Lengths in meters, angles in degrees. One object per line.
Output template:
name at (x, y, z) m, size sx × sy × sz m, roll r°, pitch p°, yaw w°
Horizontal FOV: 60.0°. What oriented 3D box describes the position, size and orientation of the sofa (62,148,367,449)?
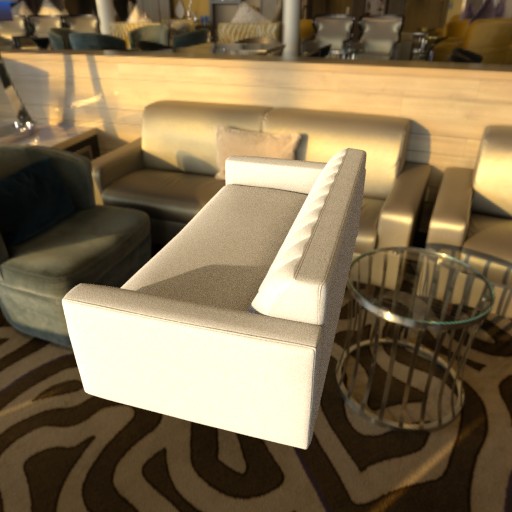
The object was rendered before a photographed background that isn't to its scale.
sofa at (0.000, 0.000, 2.383) m, size 0.969 × 0.814 × 1.895 m, roll 8°, pitch 31°, yaw 15°
